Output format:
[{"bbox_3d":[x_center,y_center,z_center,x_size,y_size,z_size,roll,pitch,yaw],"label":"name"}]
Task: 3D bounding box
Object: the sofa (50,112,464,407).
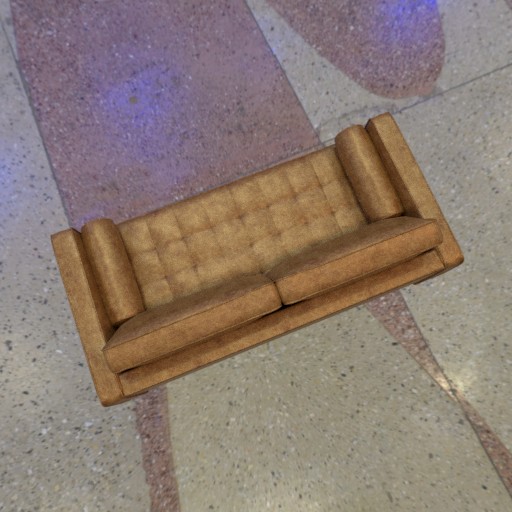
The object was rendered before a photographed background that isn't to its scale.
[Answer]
[{"bbox_3d":[0.000,0.000,2.414,1.920,0.825,0.924,-21,78,-5],"label":"sofa"}]
